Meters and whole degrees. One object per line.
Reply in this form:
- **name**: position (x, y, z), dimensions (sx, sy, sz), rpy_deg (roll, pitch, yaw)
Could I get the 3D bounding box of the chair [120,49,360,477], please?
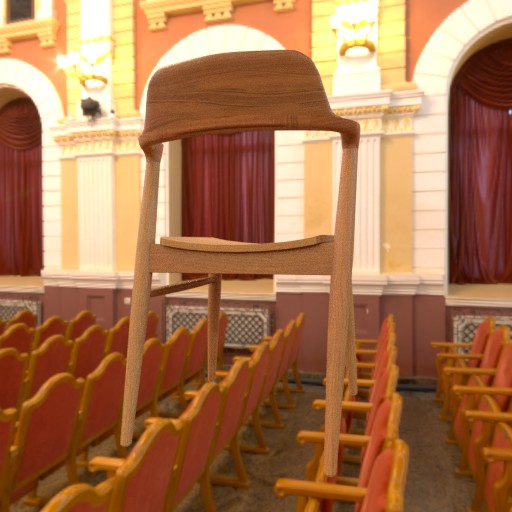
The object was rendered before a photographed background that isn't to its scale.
- **chair**: position (0.000, 0.000, 1.094), dimensions (0.512, 0.792, 0.499), rpy_deg (0, 1, 17)
